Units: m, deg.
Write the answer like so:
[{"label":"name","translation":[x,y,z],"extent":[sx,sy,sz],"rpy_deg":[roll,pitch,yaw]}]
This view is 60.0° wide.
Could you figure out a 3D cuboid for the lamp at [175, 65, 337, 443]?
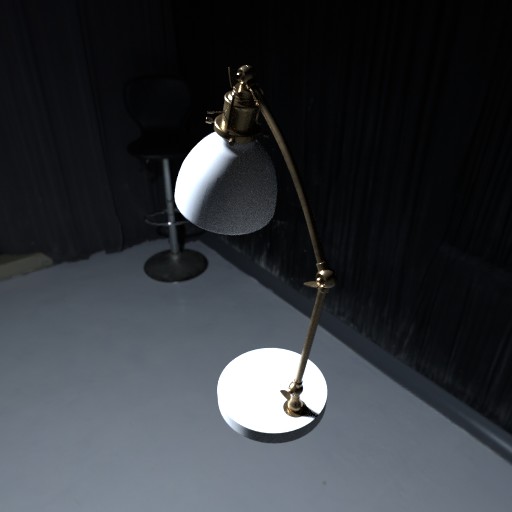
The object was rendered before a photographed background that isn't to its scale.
[{"label":"lamp","translation":[0.000,0.000,0.663],"extent":[0.186,0.522,0.317],"rpy_deg":[-21,37,-30]}]
